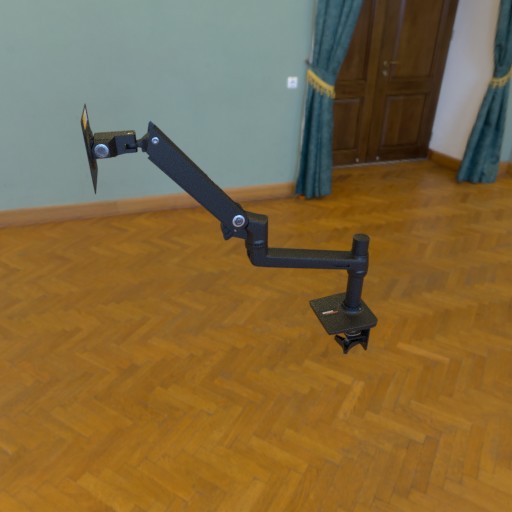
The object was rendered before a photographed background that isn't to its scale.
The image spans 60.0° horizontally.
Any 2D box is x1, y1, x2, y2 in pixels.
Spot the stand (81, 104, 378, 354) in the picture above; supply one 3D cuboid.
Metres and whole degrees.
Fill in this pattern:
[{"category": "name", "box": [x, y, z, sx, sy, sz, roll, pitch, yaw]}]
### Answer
[{"category": "stand", "box": [0.000, 0.000, 1.058, 0.650, 0.713, 0.152, -8, 32, -13]}]
